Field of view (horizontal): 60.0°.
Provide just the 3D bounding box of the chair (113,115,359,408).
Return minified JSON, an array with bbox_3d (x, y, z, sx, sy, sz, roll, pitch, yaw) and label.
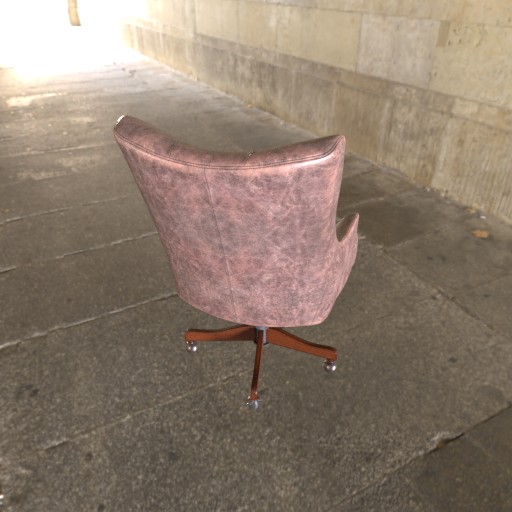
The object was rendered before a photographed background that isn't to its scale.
[{"bbox_3d":[0.000,0.000,1.525,0.641,1.035,0.762,10,34,15],"label":"chair"}]
